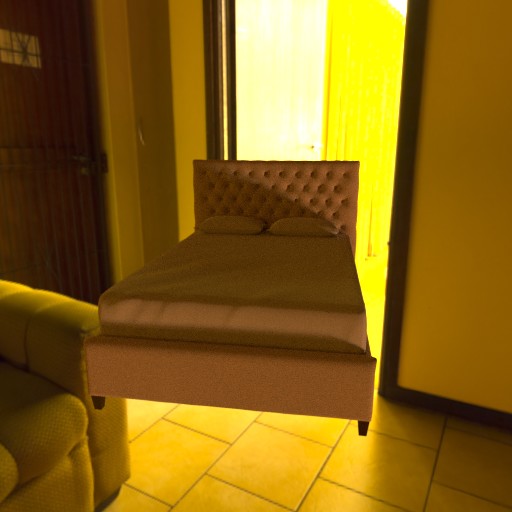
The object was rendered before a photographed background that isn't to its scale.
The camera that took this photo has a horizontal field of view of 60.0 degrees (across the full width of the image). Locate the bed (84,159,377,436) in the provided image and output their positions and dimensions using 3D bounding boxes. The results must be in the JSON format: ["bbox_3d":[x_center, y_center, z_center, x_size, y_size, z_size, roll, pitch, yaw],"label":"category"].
[{"bbox_3d":[0.000,0.000,3.525,1.698,1.427,2.387,2,14,9],"label":"bed"}]
